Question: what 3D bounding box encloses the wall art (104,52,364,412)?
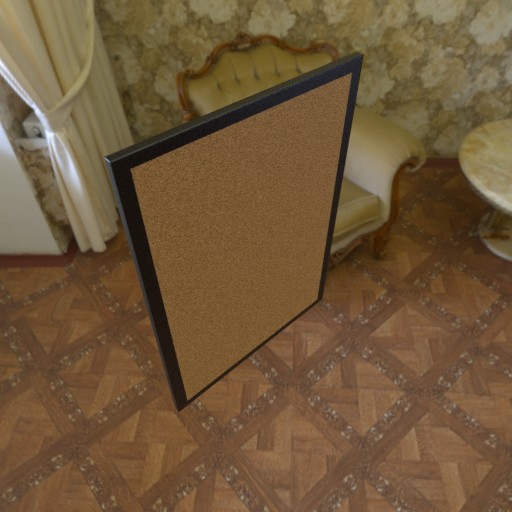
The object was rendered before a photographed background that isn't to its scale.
[{"bbox_3d":[0.000,0.000,0.875,0.480,0.657,0.016,-33,54,-28],"label":"wall art"}]
